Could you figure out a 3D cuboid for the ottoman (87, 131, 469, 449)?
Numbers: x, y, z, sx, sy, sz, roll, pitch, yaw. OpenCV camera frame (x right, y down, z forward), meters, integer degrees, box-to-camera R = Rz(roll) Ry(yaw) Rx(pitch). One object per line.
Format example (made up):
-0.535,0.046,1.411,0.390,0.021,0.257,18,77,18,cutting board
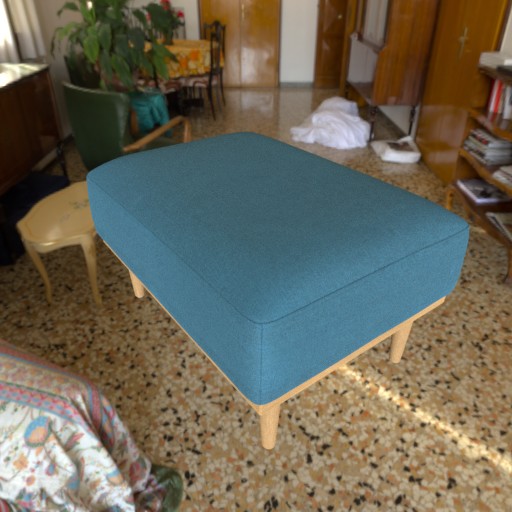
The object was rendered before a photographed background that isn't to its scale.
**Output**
0.000,0.000,1.068,0.549,0.428,0.749,-21,38,-30,ottoman
